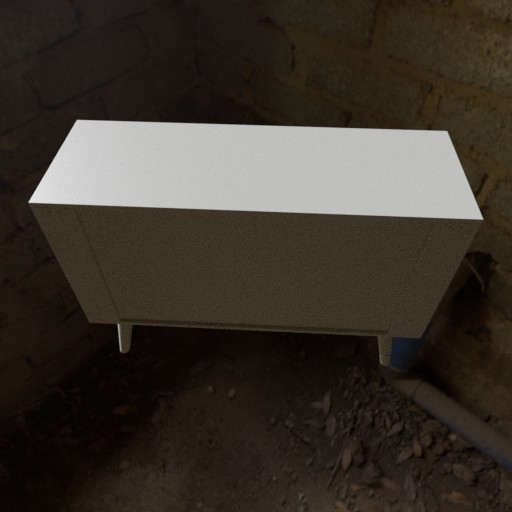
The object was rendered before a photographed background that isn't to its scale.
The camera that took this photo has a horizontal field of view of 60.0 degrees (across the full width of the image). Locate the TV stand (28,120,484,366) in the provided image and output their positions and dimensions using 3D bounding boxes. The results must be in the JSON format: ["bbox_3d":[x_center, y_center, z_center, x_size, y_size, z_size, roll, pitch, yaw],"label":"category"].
[{"bbox_3d":[0.000,0.000,1.597,1.193,0.812,0.406,2,49,2],"label":"TV stand"}]
